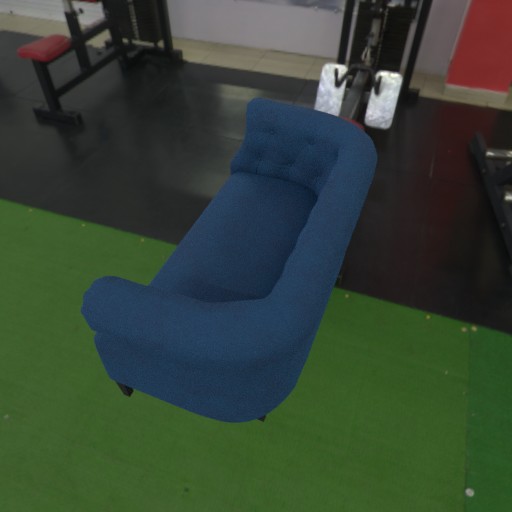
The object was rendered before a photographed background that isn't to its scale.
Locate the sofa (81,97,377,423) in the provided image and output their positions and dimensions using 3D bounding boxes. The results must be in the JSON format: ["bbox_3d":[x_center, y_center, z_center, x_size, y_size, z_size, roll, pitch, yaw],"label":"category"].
[{"bbox_3d":[0.000,0.000,2.094,0.835,0.827,1.558,16,48,15],"label":"sofa"}]
